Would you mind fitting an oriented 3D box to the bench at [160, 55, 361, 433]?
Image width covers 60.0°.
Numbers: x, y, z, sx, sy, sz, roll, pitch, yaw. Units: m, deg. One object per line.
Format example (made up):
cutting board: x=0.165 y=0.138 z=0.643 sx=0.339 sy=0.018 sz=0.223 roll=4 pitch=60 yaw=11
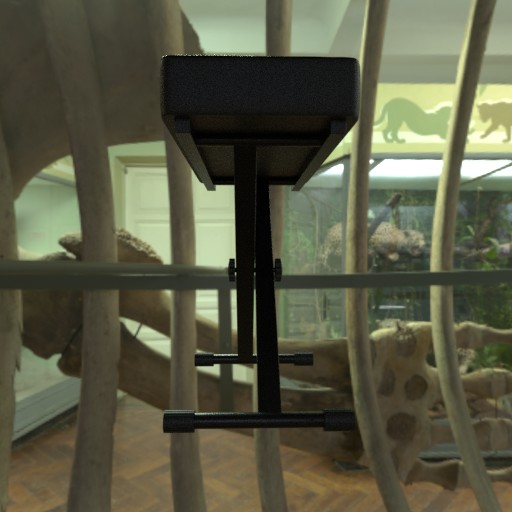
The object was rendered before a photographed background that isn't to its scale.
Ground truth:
bench: x=0.000 y=0.000 z=0.920 sx=0.300 sy=0.561 sz=0.600 roll=0 pitch=0 yaw=-1
